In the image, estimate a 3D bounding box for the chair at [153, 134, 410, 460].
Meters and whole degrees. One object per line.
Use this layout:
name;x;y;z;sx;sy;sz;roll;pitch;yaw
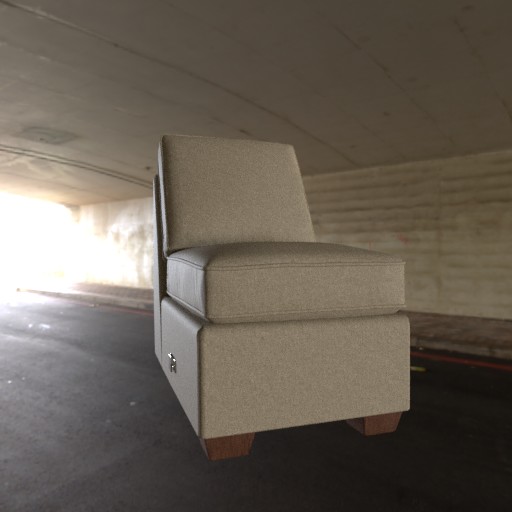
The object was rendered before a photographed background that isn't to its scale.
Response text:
chair;0.000;0.000;1.679;0.674;1.058;1.020;0;1;-19
